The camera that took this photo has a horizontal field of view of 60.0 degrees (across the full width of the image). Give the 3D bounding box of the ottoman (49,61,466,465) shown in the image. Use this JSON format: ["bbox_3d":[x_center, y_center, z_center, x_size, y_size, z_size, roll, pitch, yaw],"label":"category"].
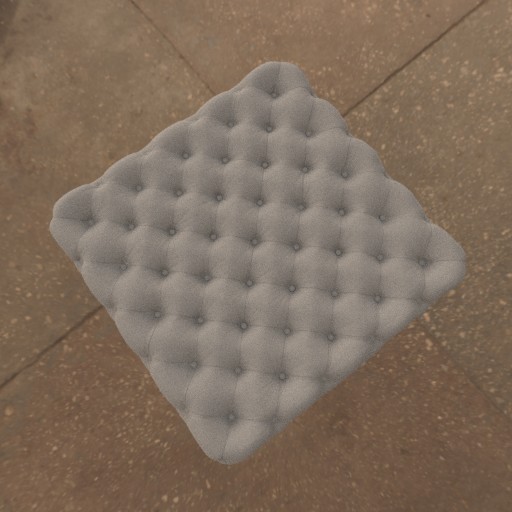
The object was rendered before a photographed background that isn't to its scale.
[{"bbox_3d":[0.000,0.000,1.431,0.917,0.439,0.911,-37,79,-8],"label":"ottoman"}]
